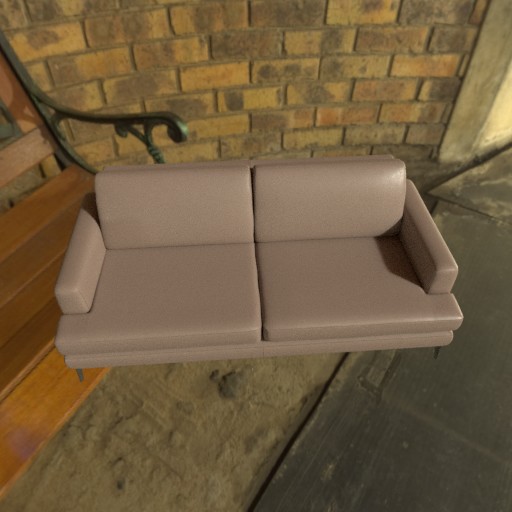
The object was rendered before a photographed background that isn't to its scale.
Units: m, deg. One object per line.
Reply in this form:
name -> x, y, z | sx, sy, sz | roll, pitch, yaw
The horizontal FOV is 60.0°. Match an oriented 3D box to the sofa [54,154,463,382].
sofa -> 0.000, 0.000, 2.383 | 1.940, 0.765, 0.974 | -3, 45, -3
